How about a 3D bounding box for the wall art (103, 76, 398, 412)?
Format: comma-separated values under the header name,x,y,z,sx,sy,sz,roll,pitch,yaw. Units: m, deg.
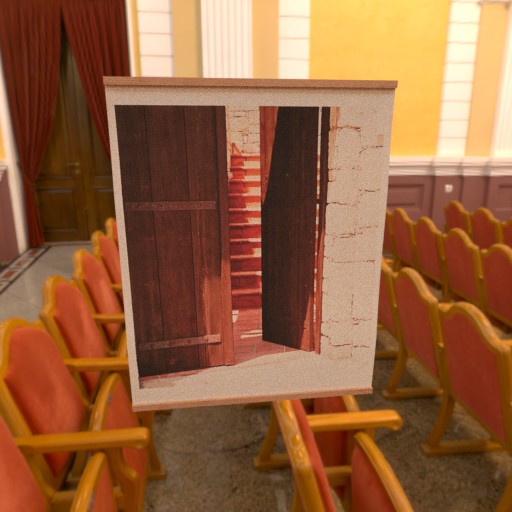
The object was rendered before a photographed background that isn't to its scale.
name,x,y,z,sx,sy,sz,roll,pitch,yaw
wall art,0.000,0.000,0.681,0.406,0.508,0.013,-2,16,-7
